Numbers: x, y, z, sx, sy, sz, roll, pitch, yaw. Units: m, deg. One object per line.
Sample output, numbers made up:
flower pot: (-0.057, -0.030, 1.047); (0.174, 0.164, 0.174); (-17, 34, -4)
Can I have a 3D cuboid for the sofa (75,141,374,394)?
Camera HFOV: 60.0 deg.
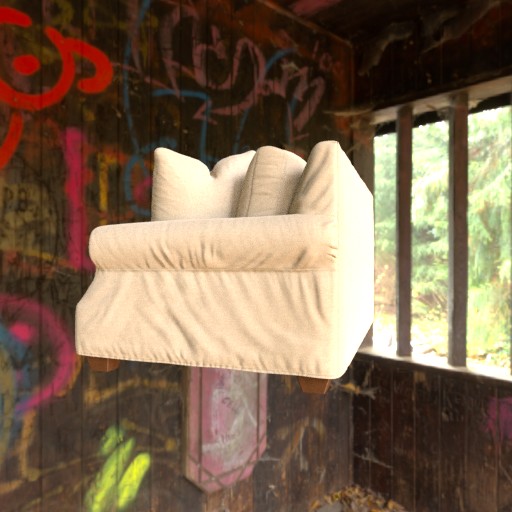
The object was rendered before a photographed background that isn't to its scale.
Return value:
sofa: (0.000, 0.000, 2.247); (1.070, 0.905, 1.550); (0, 0, 19)
